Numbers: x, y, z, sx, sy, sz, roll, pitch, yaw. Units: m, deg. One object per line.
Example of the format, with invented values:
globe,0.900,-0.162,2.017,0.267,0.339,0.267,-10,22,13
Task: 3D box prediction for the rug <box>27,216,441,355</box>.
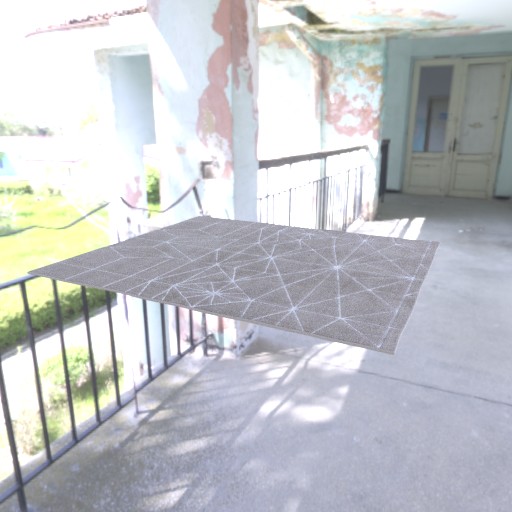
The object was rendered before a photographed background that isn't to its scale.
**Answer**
rug,0.000,0.000,0.884,0.639,0.006,0.548,8,19,26
